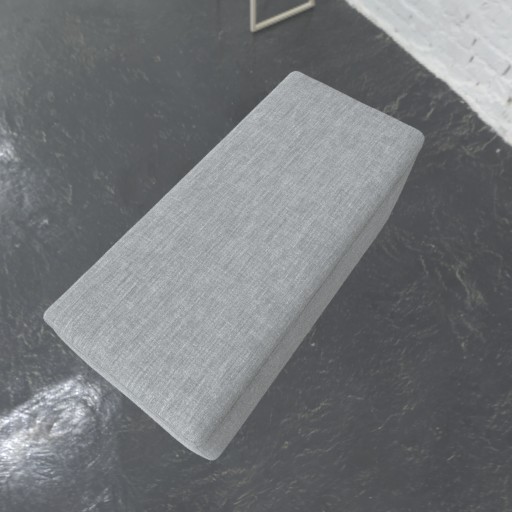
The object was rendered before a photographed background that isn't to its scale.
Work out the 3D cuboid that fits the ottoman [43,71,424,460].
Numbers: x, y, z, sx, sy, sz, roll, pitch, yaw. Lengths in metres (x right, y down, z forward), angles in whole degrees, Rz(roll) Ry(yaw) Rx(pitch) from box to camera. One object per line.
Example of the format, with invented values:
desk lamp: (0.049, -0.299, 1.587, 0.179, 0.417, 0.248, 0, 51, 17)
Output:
ottoman: (0.000, 0.000, 1.137, 0.419, 0.432, 0.902, 33, 66, 16)
